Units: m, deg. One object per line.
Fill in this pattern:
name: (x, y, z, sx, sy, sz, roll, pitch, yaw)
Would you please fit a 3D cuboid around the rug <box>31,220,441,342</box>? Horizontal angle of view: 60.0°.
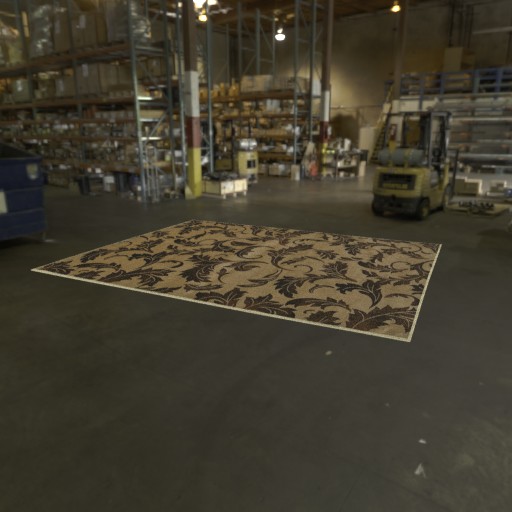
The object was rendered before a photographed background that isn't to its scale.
rug: (0.000, 0.000, 4.030, 2.977, 0.008, 2.380, 7, 17, 25)
